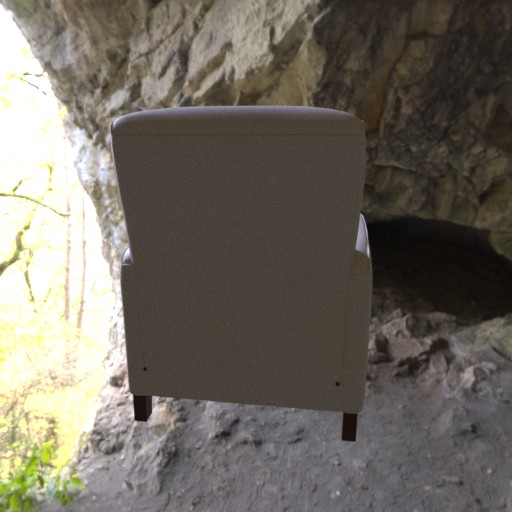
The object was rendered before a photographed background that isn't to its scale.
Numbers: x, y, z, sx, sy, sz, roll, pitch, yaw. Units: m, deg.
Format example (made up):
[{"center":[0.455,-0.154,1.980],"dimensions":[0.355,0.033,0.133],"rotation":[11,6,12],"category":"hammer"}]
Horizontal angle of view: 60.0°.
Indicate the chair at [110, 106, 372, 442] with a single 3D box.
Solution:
[{"center":[0.000,0.000,1.666],"dimensions":[0.841,1.028,0.858],"rotation":[2,15,8],"category":"chair"}]
